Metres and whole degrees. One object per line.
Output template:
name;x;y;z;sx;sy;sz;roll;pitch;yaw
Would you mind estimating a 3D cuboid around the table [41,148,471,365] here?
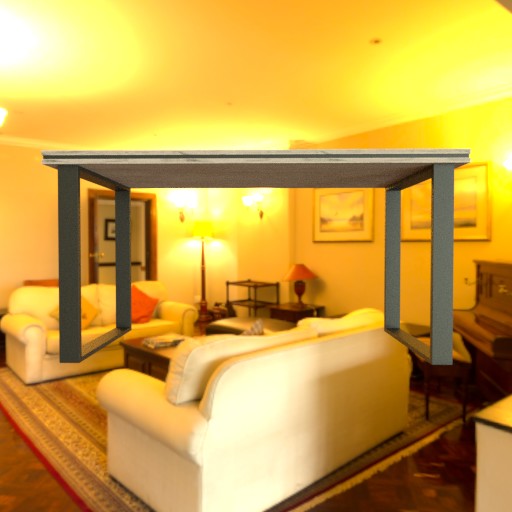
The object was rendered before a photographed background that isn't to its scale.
table;0.000;0.000;2.240;1.778;0.899;0.795;0;1;1
